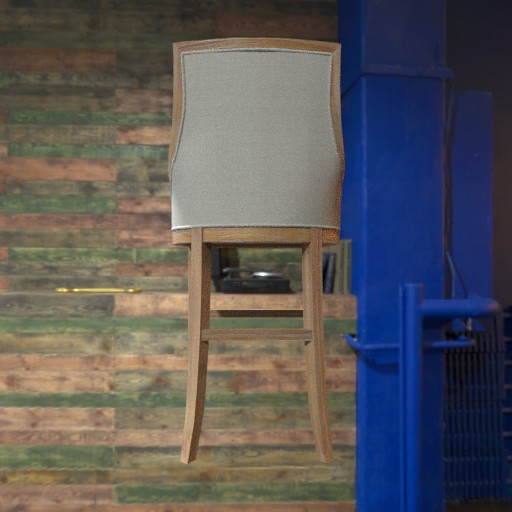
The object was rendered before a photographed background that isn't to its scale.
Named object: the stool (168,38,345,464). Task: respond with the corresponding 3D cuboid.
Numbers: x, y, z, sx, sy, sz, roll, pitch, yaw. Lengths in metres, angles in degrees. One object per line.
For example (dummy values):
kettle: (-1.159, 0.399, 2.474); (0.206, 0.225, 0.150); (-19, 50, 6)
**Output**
stool: (0.000, 0.000, 1.422); (0.524, 1.101, 0.626); (0, -1, -1)
